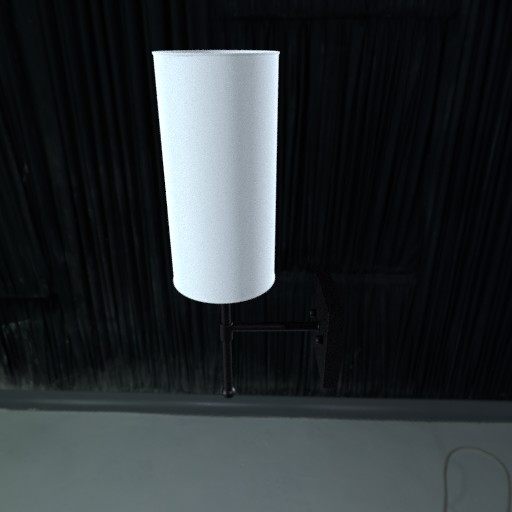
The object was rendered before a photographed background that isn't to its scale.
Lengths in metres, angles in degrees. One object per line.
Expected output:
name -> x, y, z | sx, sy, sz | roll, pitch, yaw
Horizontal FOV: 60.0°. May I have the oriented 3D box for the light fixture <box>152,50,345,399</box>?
light fixture -> 0.000, 0.000, 0.551 | 0.208, 0.462, 0.128 | 0, 26, -1
